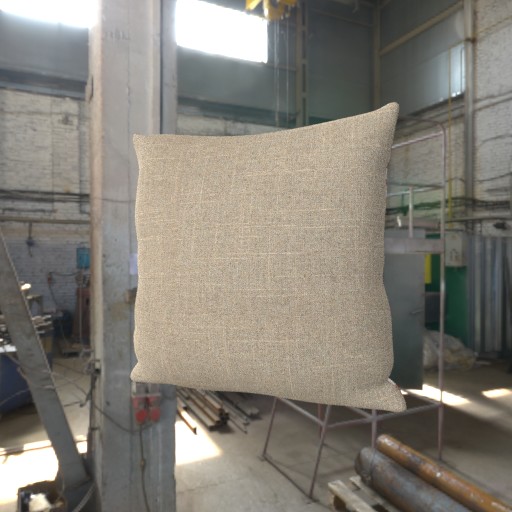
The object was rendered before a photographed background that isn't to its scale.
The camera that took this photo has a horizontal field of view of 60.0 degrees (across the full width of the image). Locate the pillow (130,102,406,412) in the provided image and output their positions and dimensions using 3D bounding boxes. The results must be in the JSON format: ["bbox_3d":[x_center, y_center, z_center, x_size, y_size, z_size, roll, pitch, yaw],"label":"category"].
[{"bbox_3d":[0.000,0.000,0.683,0.439,0.427,0.182,0,0,19],"label":"pillow"}]
